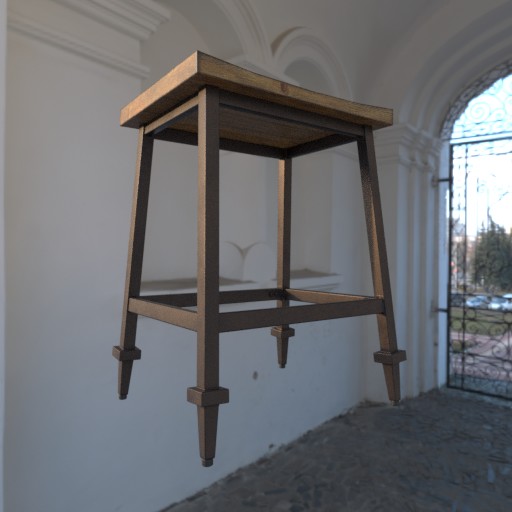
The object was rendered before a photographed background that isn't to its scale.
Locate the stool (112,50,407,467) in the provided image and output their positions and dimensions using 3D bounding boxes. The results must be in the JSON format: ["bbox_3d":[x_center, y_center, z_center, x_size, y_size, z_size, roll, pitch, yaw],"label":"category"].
[{"bbox_3d":[0.000,0.000,0.947,0.486,0.625,0.405,0,0,-36],"label":"stool"}]
